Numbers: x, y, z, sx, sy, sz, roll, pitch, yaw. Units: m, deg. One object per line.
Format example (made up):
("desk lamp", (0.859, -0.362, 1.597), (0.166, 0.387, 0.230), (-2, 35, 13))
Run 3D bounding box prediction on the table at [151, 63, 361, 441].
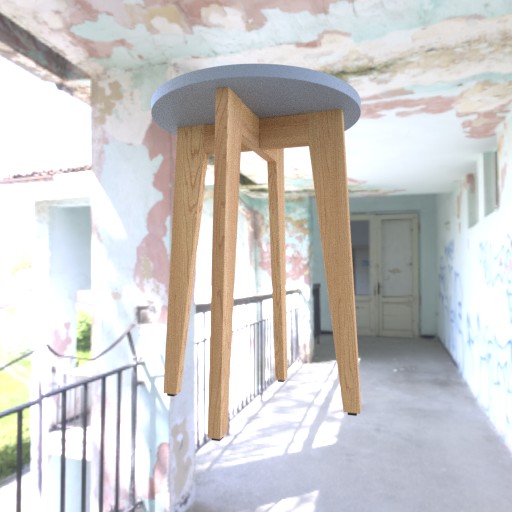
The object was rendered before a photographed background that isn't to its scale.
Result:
("table", (0.000, 0.000, 0.754), (0.350, 0.500, 0.350), (0, -1, 0))
